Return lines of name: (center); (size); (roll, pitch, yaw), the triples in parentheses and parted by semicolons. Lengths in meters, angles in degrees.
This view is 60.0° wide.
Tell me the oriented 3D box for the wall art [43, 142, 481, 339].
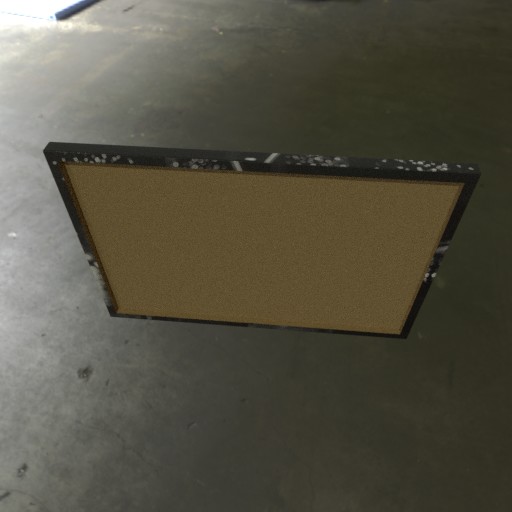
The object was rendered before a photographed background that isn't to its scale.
wall art: (0.000, 0.000, 1.153); (0.914, 0.609, 0.038); (4, 47, 4)
